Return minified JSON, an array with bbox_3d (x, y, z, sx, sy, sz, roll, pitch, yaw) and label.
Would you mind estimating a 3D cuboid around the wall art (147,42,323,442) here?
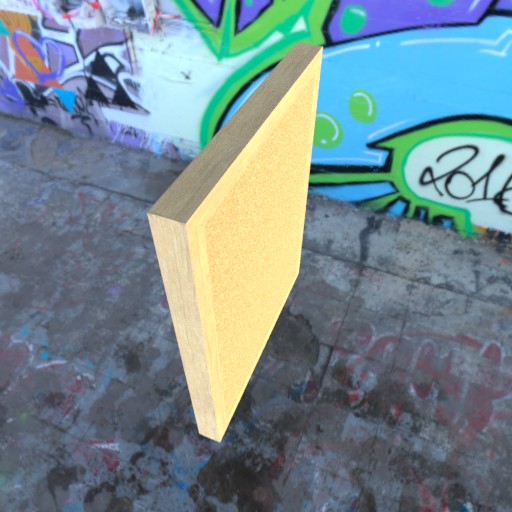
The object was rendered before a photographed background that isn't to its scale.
[{"bbox_3d":[0.000,0.000,0.532,0.030,0.380,0.312,17,49,15],"label":"wall art"}]
